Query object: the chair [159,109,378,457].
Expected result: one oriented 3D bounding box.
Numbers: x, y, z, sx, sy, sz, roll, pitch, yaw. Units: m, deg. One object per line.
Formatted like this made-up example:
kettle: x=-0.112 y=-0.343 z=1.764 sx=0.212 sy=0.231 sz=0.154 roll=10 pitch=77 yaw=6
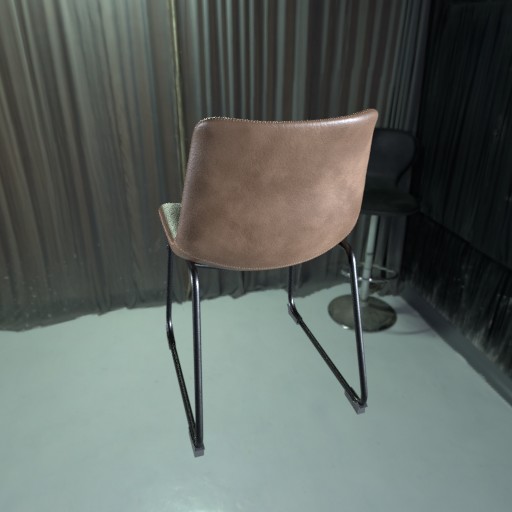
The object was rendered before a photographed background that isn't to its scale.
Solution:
chair: x=0.000 y=0.000 z=1.141 sx=0.460 sy=0.780 sz=0.551 roll=-8 pitch=28 yaw=-16
